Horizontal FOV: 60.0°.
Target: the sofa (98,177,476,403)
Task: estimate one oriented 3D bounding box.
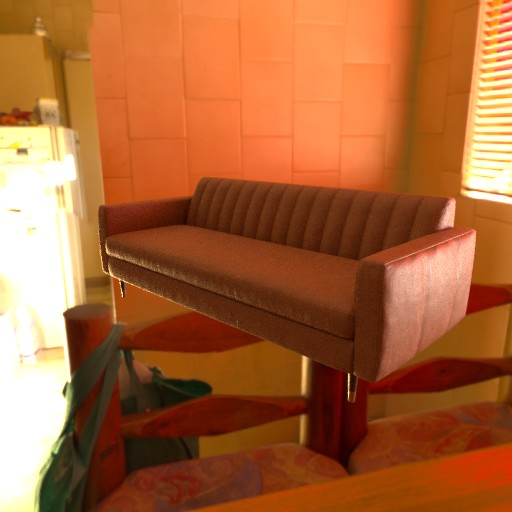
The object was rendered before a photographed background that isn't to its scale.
[{"bbox_3d":[0.000,0.000,2.746,2.291,0.821,0.990,14,20,42],"label":"sofa"}]
